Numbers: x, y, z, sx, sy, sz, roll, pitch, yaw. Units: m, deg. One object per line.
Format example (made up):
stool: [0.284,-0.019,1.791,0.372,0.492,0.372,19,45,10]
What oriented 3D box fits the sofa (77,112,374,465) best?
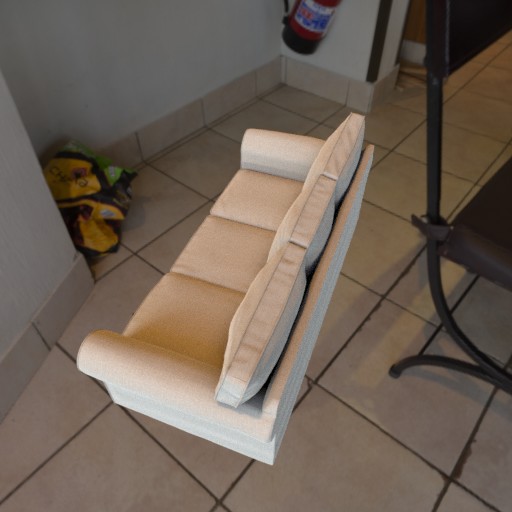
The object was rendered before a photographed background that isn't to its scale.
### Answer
sofa: [0.000,0.000,2.576,0.916,0.961,2.084,16,48,15]
